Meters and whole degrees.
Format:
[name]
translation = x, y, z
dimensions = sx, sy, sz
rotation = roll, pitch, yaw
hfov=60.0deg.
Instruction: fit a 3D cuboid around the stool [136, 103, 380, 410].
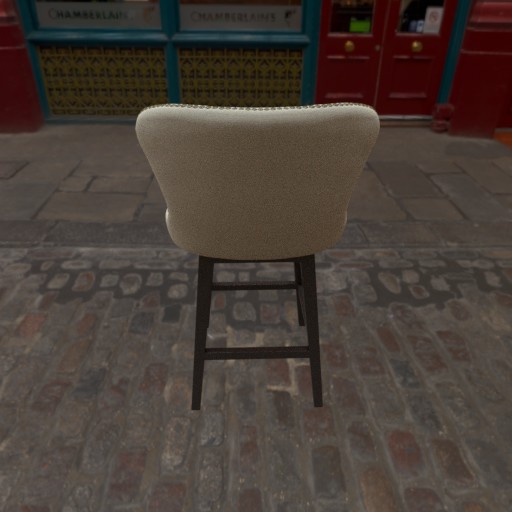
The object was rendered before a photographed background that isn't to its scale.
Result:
[stool]
translation = 0.000, 0.000, 1.324
dimensions = 0.528, 0.971, 0.593
rotation = -1, 30, -2
